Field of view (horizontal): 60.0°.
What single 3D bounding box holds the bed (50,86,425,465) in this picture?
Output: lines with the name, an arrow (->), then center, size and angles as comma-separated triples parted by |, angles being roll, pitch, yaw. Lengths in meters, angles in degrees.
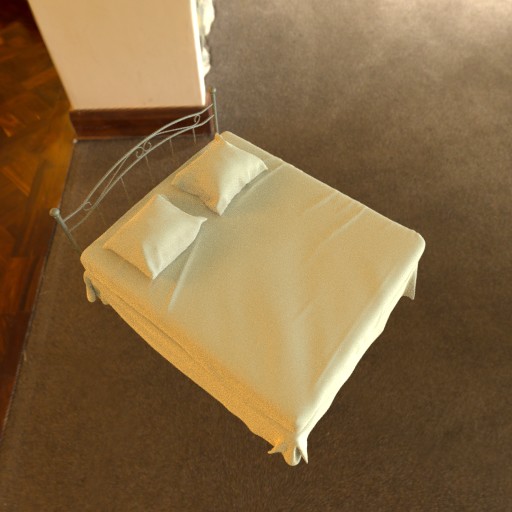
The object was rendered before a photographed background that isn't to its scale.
bed -> 0.000, 0.000, 3.334 | 2.215, 1.080, 1.936 | 33, 63, 19
